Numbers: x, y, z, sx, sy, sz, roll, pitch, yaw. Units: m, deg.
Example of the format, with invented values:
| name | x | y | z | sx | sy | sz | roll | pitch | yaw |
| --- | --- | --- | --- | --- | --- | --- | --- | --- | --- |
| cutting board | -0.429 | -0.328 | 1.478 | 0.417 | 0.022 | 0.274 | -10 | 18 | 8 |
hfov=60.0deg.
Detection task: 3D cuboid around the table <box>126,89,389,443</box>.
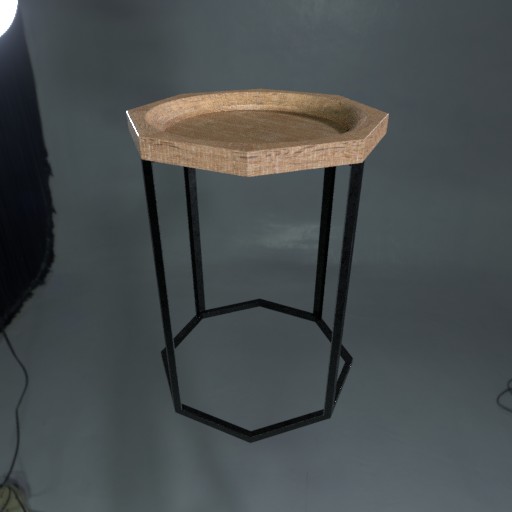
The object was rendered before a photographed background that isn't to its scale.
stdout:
| name | x | y | z | sx | sy | sz | roll | pitch | yaw |
| --- | --- | --- | --- | --- | --- | --- | --- | --- | --- |
| table | 0.000 | 0.000 | 0.875 | 0.437 | 0.553 | 0.437 | 1 | 30 | 2 |
